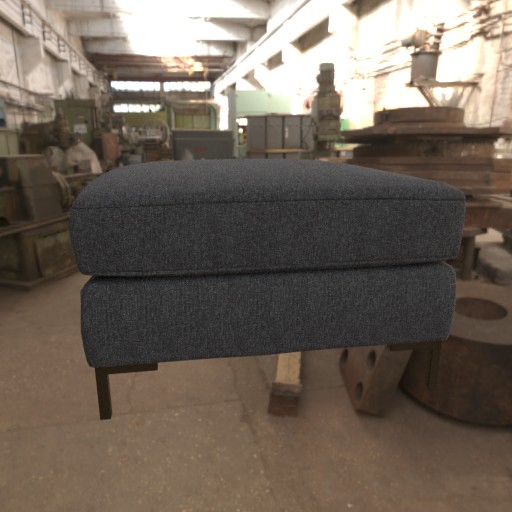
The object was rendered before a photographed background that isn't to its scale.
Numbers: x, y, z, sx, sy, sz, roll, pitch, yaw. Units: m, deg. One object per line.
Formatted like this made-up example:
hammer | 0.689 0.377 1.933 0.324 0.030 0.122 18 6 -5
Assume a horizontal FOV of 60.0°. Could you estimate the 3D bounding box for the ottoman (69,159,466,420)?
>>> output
ottoman | 0.000 0.000 1.264 0.831 0.533 0.695 -2 16 -9
